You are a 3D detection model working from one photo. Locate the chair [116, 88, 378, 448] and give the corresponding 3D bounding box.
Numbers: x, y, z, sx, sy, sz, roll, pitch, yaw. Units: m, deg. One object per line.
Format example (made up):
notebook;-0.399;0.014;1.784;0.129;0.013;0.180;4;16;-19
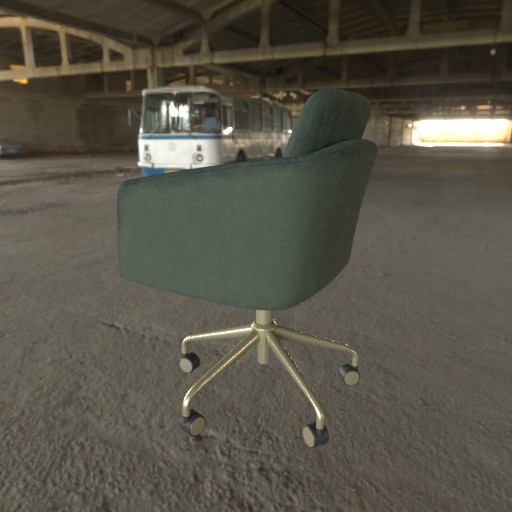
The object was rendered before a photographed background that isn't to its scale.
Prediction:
chair;0.000;0.000;1.343;0.635;0.908;0.641;8;17;25
